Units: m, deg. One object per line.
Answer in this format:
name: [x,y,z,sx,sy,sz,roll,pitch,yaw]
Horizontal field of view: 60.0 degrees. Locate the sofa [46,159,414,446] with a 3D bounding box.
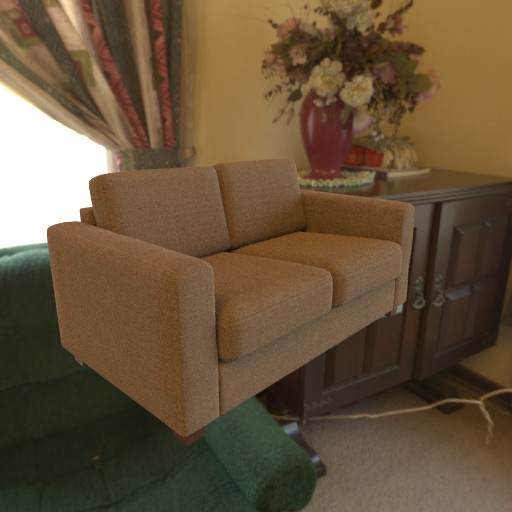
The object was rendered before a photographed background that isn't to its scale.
sofa: [0.000,0.000,2.030,0.900,0.800,1.520,15,22,41]
